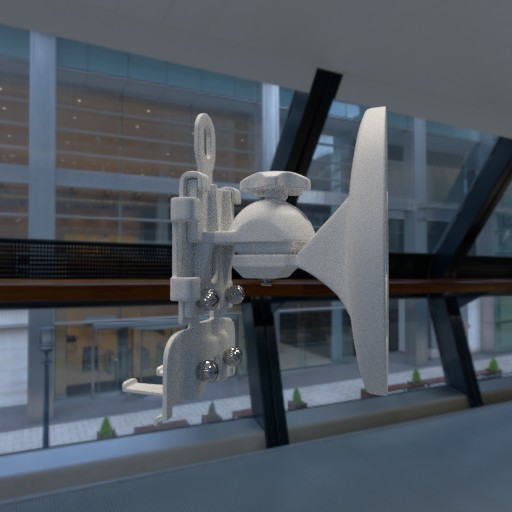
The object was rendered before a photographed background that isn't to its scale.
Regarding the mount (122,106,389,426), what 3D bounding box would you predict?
[{"bbox_3d":[0.000,0.000,0.177,0.100,0.118,0.066,0,-1,18],"label":"mount"}]
